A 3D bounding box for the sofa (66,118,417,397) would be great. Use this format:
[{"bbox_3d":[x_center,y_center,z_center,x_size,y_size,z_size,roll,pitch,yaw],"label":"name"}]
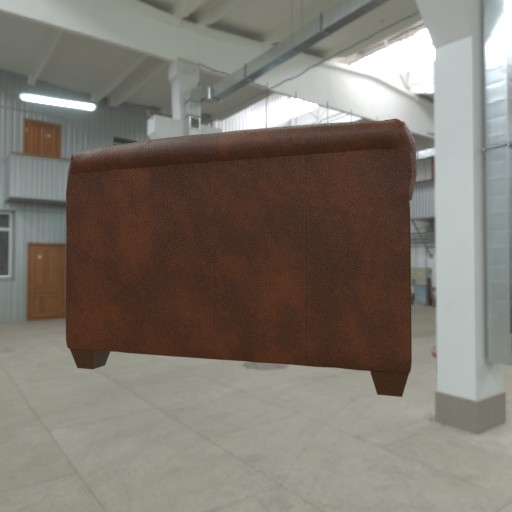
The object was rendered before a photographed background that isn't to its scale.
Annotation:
[{"bbox_3d":[0.000,0.000,2.098,1.413,0.956,1.000,0,-1,18],"label":"sofa"}]
